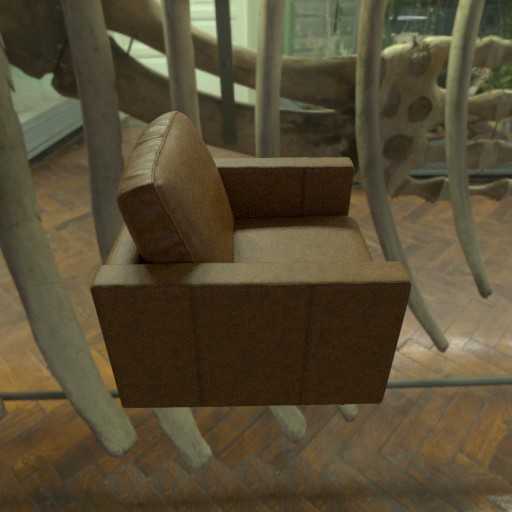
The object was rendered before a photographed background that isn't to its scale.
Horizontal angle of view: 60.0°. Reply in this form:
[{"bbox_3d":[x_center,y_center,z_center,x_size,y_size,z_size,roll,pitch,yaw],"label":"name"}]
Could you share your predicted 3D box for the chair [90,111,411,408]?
[{"bbox_3d":[0.000,0.000,1.670,0.909,0.956,0.890,-1,35,-1],"label":"chair"}]
